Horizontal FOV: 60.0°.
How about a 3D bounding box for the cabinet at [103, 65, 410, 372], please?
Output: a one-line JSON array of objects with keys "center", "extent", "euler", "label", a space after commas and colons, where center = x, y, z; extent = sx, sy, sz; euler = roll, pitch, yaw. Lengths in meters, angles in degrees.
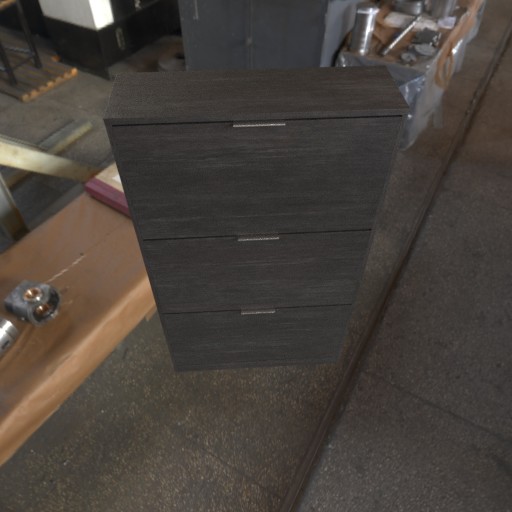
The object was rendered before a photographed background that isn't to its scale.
[{"center": [0.000, 0.000, 1.628], "extent": [0.750, 1.280, 0.250], "euler": [-3, 48, -2], "label": "cabinet"}]
